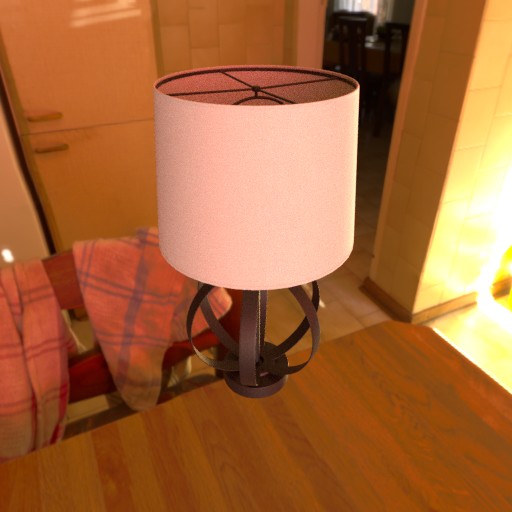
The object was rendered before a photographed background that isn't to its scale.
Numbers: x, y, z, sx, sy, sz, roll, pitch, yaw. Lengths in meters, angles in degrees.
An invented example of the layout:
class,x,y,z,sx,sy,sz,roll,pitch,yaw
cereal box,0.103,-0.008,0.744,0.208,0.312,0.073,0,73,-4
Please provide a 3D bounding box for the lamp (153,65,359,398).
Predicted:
class,x,y,z,sx,sy,sz,roll,pitch,yaw
lamp,0.000,0.000,0.685,0.286,0.510,0.286,0,32,0
